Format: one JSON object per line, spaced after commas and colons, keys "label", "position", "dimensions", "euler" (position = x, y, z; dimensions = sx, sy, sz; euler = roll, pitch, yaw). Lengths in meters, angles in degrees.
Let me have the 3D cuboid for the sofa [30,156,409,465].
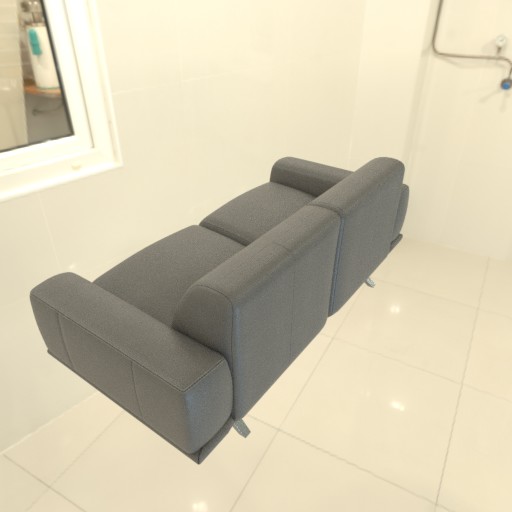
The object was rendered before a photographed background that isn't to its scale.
{"label": "sofa", "position": [0.000, 0.000, 2.238], "dimensions": [0.900, 0.772, 1.901], "euler": [21, 38, 30]}
